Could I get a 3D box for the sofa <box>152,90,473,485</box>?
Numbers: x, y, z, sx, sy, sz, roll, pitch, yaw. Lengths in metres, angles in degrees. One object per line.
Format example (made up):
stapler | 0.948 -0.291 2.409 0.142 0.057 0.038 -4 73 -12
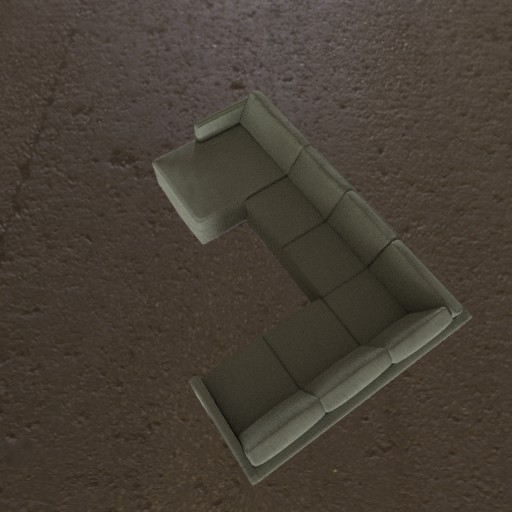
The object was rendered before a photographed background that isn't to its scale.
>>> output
sofa | 0.000 0.000 4.546 2.440 0.869 3.434 -31 67 -15
